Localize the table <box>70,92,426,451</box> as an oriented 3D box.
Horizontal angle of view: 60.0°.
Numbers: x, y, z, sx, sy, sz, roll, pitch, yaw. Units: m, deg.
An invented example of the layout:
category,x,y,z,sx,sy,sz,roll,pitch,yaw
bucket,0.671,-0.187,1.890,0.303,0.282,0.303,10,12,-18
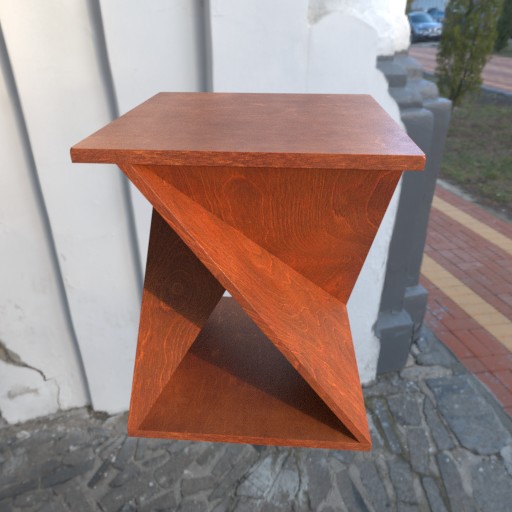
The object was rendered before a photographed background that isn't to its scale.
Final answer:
category,x,y,z,sx,sy,sz,roll,pitch,yaw
table,0.000,0.000,0.840,0.427,0.520,0.427,2,29,4
